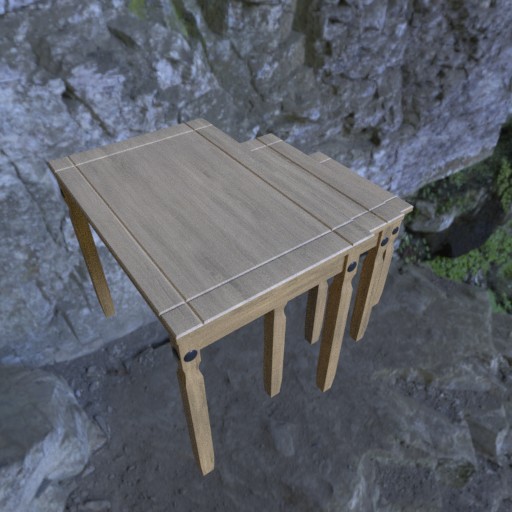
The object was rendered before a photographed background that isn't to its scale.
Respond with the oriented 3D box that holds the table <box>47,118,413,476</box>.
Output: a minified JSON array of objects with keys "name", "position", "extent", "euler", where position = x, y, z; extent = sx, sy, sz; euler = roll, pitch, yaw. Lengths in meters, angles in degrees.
[{"name":"table","position":[0.000,0.000,1.217],"extent":[0.773,0.535,0.660],"euler":[-25,47,-26]}]
